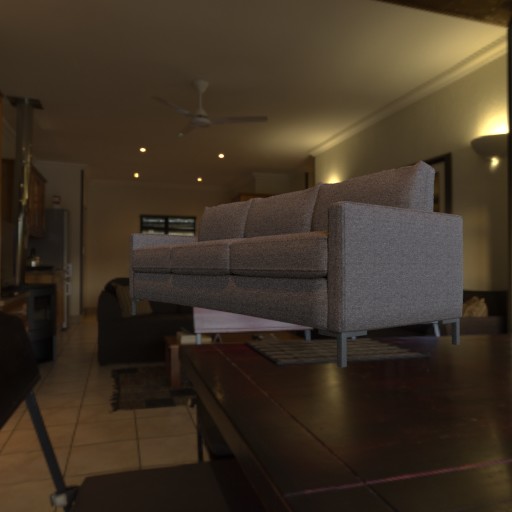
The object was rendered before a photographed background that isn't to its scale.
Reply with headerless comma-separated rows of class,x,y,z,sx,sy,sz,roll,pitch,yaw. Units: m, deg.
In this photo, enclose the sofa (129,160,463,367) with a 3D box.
sofa,0.000,0.000,2.783,0.876,0.882,2.253,1,-1,-36
